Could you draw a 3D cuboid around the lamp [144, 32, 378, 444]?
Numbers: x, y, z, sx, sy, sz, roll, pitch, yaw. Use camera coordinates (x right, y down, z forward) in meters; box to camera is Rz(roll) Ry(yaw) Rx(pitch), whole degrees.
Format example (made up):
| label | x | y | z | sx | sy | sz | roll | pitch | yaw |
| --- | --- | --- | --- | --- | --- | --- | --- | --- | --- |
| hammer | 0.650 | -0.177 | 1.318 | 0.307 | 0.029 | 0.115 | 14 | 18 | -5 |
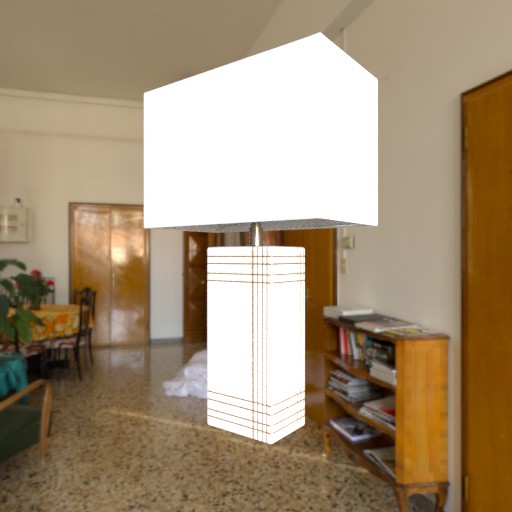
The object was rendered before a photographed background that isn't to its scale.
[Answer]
| label | x | y | z | sx | sy | sz | roll | pitch | yaw |
| --- | --- | --- | --- | --- | --- | --- | --- | --- | --- |
| lamp | 0.000 | 0.000 | 0.709 | 0.334 | 0.543 | 0.182 | 0 | 0 | 37 |
